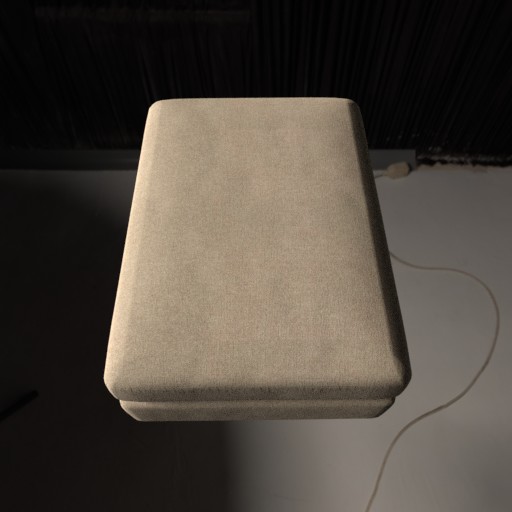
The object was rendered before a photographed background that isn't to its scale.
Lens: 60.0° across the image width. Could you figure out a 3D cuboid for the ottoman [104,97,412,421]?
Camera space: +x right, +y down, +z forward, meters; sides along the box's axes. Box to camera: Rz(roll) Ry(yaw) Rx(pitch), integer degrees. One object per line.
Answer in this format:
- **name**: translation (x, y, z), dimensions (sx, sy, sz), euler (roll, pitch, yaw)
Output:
- **ottoman**: translation (0.000, 0.000, 1.207), dimensions (0.610, 0.478, 0.823), euler (-1, 58, 0)
